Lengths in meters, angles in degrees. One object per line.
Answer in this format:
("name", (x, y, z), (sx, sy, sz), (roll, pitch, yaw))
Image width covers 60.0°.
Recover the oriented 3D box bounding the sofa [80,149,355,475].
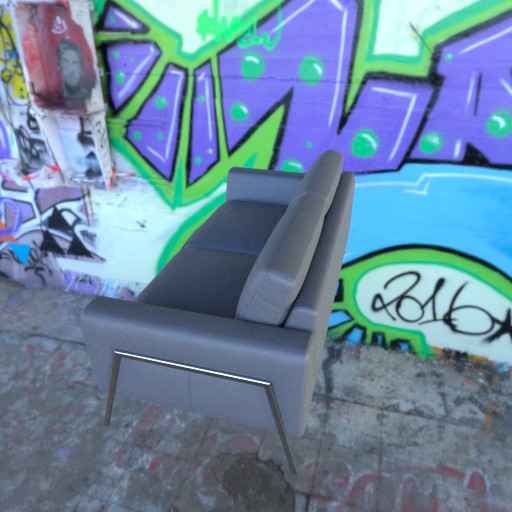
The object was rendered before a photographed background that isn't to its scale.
("sofa", (0.000, 0.000, 2.599), (0.953, 0.875, 2.017), (8, 30, 14))
